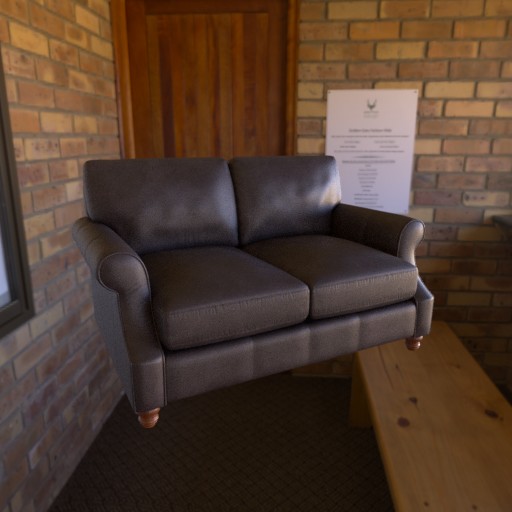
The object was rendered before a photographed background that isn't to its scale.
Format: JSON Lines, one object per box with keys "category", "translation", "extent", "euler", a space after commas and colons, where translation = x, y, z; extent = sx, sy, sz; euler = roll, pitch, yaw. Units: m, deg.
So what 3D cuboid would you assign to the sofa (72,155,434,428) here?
{"category": "sofa", "translation": [0.000, 0.000, 2.292], "extent": [1.663, 0.979, 1.030], "euler": [-7, 16, -26]}
